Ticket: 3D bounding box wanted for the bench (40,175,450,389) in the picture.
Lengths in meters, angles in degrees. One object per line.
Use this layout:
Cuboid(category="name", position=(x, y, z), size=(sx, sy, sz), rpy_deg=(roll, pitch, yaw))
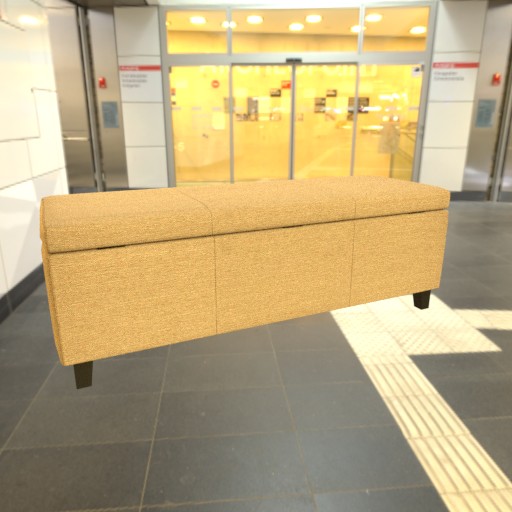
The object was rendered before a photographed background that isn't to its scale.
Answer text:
Cuboid(category="bench", position=(0.000, 0.000, 1.471), size=(1.269, 0.438, 0.446), rpy_deg=(-8, 19, -24))
